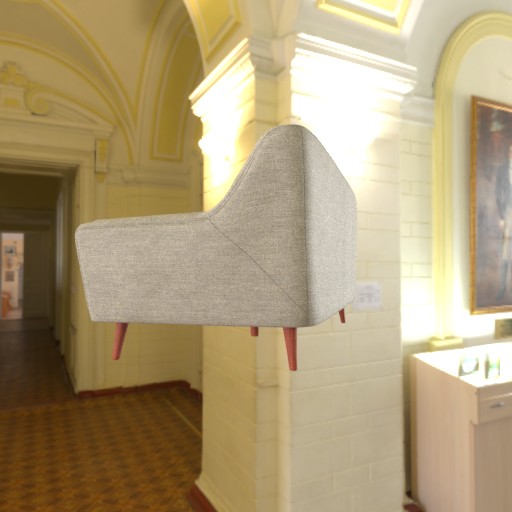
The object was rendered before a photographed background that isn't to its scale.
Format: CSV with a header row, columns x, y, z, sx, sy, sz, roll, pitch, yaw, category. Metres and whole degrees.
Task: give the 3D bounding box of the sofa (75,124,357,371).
x,y,z,sx,sy,sz,roll,pitch,yaw,category
0.000,0.000,2.480,0.976,0.897,1.930,0,-2,18,sofa
